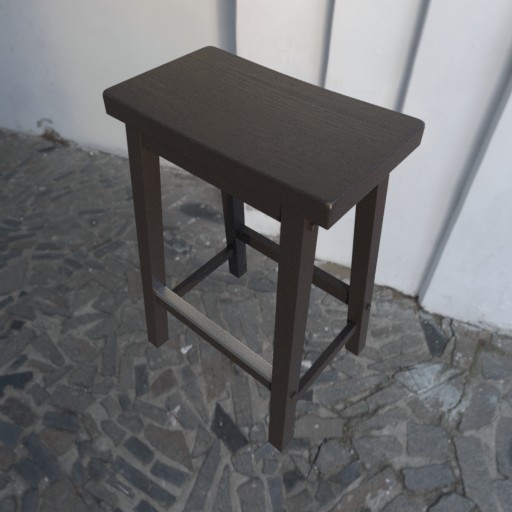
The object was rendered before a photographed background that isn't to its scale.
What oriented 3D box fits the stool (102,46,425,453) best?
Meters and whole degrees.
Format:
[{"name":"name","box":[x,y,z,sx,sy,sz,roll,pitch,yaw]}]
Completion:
[{"name":"stool","box":[0.000,0.000,0.840,0.406,0.610,0.322,31,54,27]}]
